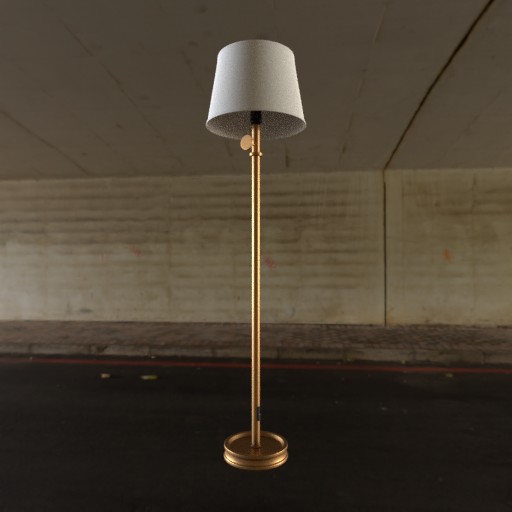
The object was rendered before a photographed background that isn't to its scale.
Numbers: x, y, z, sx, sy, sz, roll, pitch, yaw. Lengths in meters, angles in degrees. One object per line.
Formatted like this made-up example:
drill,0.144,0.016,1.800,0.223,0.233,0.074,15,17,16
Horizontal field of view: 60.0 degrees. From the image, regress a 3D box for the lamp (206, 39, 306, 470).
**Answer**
lamp,0.000,0.000,0.793,0.178,0.710,0.178,0,-1,0
